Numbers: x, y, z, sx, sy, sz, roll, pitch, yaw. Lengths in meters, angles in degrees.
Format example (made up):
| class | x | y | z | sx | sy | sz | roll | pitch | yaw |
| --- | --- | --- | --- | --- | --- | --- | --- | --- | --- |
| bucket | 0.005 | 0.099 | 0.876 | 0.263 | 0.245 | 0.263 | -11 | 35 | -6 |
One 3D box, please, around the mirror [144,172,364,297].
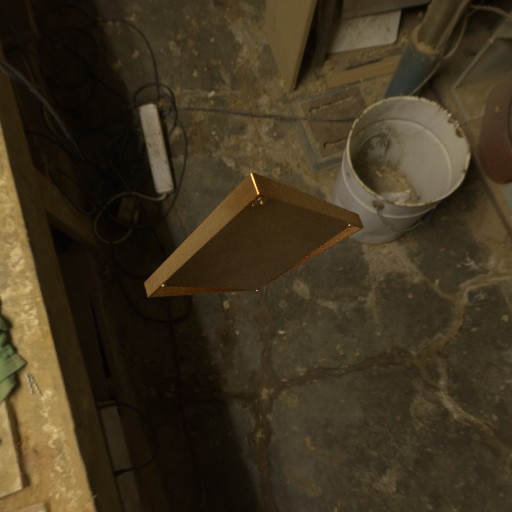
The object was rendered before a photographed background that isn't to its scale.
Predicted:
| class | x | y | z | sx | sy | sz | roll | pitch | yaw |
| --- | --- | --- | --- | --- | --- | --- | --- | --- | --- |
| mirror | 0.000 | 0.000 | 0.819 | 0.419 | 0.679 | 0.032 | -18 | 77 | -4 |
